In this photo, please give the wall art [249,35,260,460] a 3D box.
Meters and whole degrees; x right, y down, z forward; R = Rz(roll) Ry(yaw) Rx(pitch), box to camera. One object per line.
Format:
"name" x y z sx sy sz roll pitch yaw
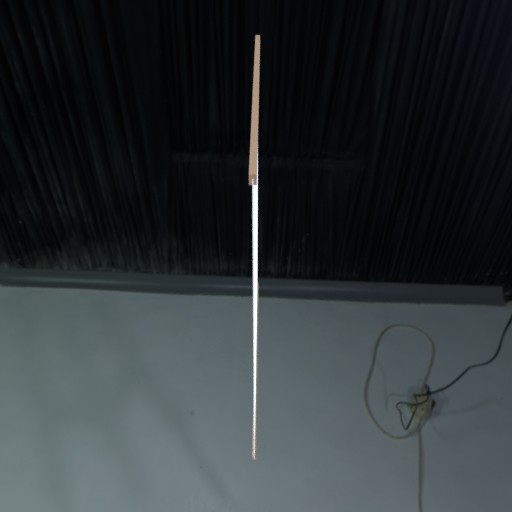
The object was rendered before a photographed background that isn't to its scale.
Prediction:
"wall art" 0.000 0.000 1.322 0.013 1.016 0.758 1 42 1
